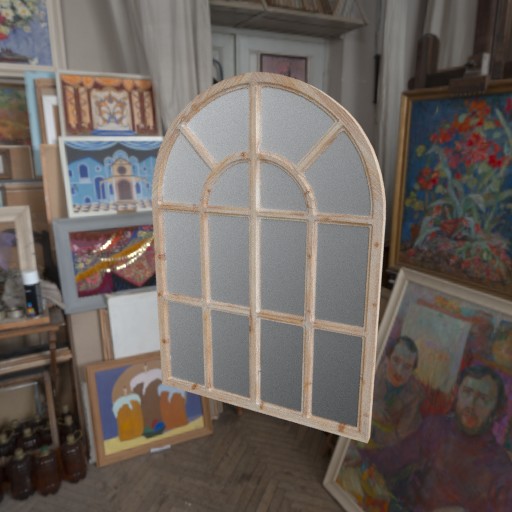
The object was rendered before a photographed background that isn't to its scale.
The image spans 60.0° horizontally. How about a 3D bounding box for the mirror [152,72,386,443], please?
[{"bbox_3d":[0.000,0.000,1.192,0.660,0.920,0.032,7,16,25],"label":"mirror"}]
